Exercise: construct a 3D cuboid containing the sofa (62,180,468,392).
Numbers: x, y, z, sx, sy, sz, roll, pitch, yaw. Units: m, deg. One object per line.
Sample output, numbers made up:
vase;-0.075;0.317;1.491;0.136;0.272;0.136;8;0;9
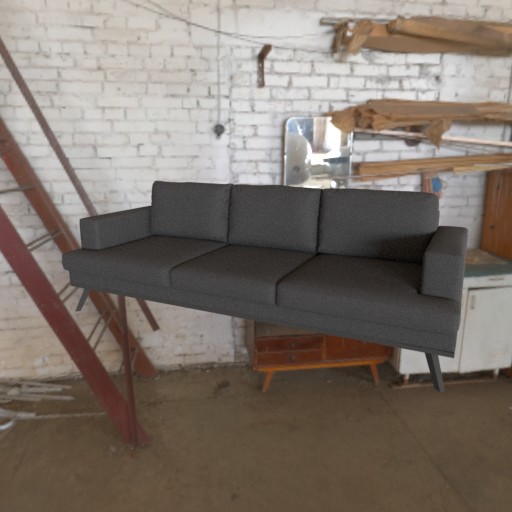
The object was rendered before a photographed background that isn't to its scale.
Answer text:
sofa;0.000;0.000;2.693;2.310;0.810;0.920;7;16;25
